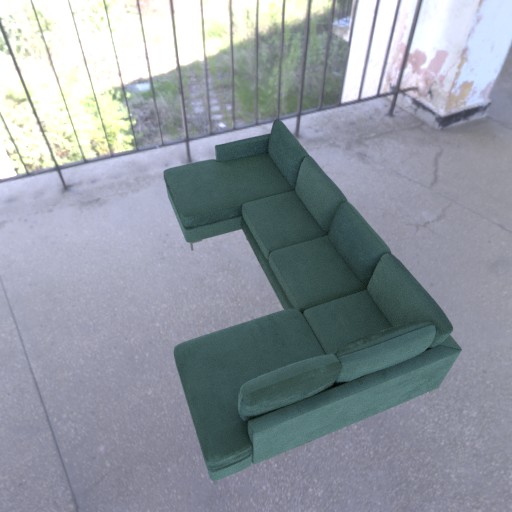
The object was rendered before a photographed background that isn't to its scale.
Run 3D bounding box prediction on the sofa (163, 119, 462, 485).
[{"bbox_3d":[0.000,0.000,4.350,2.055,0.992,3.434,-16,48,-15],"label":"sofa"}]
